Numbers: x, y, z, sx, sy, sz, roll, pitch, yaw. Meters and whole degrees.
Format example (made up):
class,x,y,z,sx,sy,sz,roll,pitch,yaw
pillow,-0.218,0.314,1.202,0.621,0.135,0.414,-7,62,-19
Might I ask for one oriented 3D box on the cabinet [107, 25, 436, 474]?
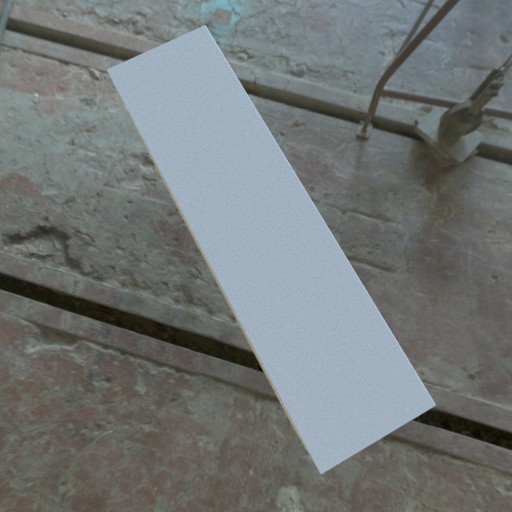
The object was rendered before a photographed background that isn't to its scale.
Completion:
class,x,y,z,sx,sy,sz,roll,pitch,yaw
cabinet,0.000,0.000,1.827,0.380,0.900,1.450,-28,78,-6
